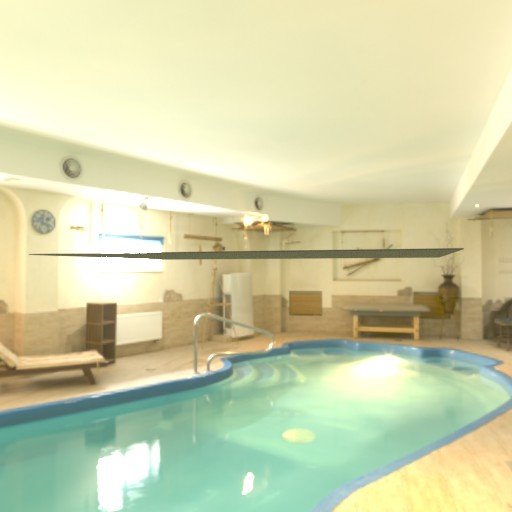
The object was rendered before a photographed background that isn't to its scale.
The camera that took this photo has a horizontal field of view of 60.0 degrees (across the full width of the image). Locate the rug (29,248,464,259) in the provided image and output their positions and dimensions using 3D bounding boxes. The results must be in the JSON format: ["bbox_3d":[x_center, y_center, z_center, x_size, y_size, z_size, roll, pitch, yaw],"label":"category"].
[{"bbox_3d":[0.000,0.000,3.052,2.440,0.007,1.525,-1,-2,19],"label":"rug"}]
